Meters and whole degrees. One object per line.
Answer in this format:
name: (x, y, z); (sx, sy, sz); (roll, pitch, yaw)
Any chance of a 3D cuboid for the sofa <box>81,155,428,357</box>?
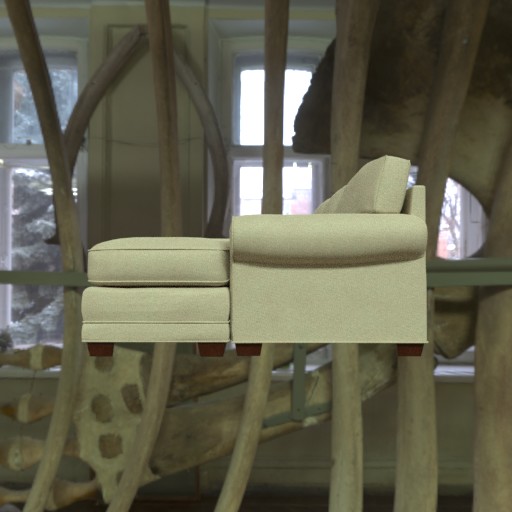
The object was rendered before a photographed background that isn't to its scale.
sofa: (0.000, 0.000, 2.379); (1.226, 0.734, 1.770); (0, -1, 1)
